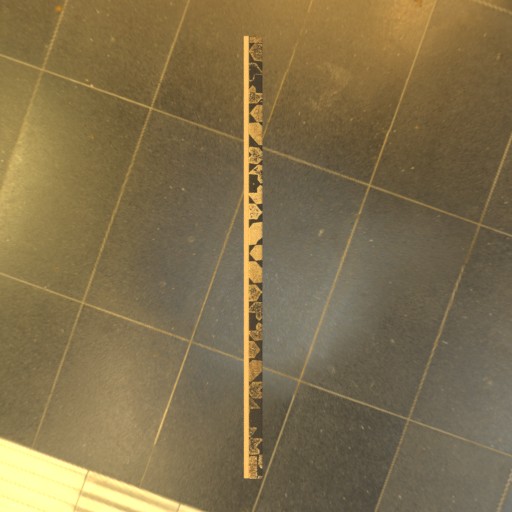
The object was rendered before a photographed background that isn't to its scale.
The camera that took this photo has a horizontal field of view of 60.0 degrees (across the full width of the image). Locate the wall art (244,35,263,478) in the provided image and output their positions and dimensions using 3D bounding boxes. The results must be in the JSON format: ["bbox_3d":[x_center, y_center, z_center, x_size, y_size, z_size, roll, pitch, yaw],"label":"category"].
[{"bbox_3d":[0.000,0.000,1.369,0.038,0.914,0.914,0,91,1],"label":"wall art"}]
